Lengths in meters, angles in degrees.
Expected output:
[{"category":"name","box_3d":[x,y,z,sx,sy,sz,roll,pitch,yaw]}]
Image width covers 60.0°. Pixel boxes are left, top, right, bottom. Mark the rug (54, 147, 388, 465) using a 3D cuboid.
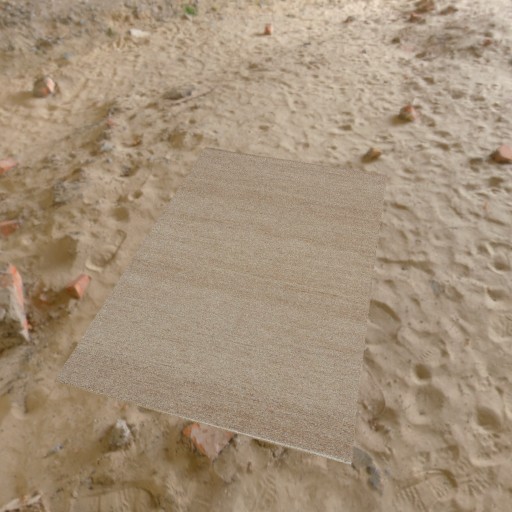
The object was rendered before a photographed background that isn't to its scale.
[{"category":"rug","box_3d":[0.000,0.000,2.974,1.574,0.029,2.346,12,47,11]}]
